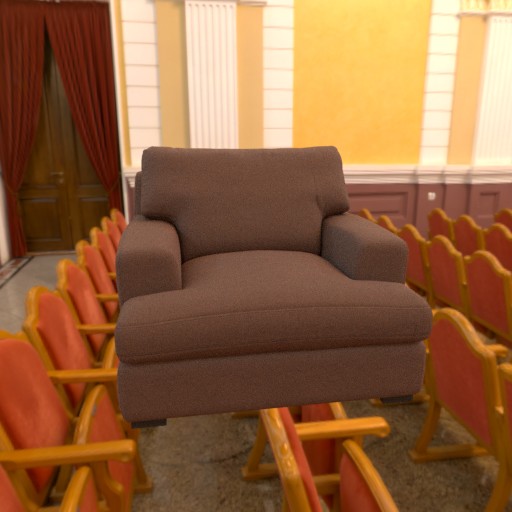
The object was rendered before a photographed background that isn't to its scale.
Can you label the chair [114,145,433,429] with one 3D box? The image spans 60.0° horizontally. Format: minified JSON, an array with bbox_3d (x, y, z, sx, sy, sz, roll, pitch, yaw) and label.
[{"bbox_3d":[0.000,0.000,1.975,1.168,0.940,1.143,-2,15,-9],"label":"chair"}]
